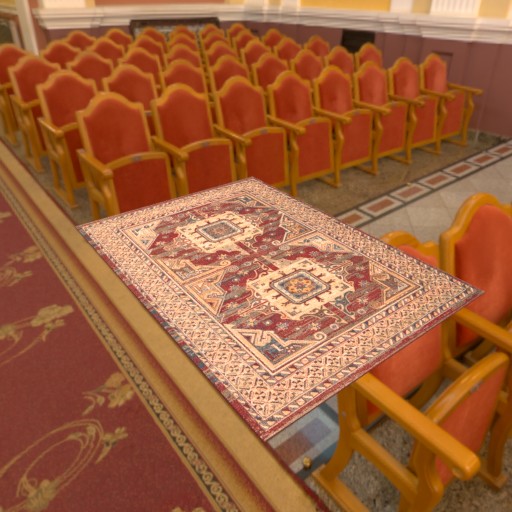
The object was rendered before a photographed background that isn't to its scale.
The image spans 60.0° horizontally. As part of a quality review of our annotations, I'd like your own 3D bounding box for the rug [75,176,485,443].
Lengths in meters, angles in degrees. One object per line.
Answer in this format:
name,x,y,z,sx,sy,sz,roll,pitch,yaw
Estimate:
rug,0.000,0.000,2.861,1.599,0.011,2.210,-22,38,-31
